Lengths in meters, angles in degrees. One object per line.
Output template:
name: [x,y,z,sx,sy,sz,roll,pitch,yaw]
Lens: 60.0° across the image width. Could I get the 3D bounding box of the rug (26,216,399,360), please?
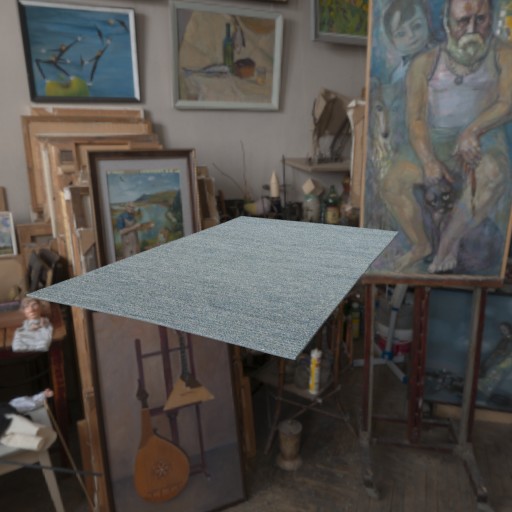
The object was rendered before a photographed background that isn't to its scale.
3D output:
rug: [0.000,0.000,2.351,1.174,0.022,1.853,8,18,25]
